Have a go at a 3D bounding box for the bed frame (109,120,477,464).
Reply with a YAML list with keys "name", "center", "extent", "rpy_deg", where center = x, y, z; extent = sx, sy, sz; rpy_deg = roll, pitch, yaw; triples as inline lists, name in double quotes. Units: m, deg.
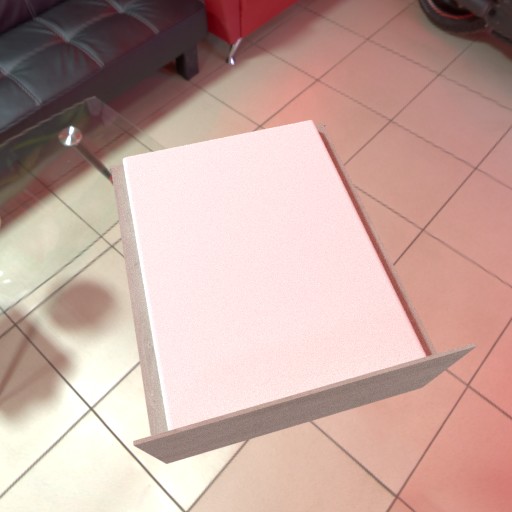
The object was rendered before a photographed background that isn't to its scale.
- name: "bed frame"
  center: [0.000, 0.000, 2.805]
  extent: [1.622, 0.800, 1.960]
  rpy_deg: [-14, 61, -8]
